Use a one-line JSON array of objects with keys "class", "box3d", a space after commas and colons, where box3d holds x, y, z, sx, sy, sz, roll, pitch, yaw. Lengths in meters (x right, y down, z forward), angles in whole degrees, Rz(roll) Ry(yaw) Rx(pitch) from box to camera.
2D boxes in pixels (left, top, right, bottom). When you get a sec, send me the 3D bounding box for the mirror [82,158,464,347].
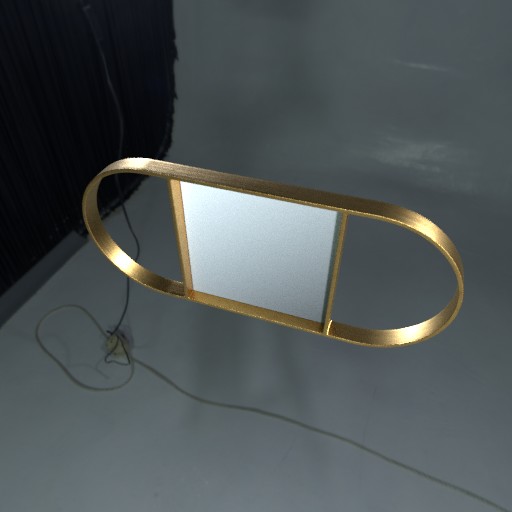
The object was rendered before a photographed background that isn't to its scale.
[{"class": "mirror", "box3d": [0.000, 0.000, 0.671, 0.584, 0.254, 0.032, 13, 44, 14]}]
